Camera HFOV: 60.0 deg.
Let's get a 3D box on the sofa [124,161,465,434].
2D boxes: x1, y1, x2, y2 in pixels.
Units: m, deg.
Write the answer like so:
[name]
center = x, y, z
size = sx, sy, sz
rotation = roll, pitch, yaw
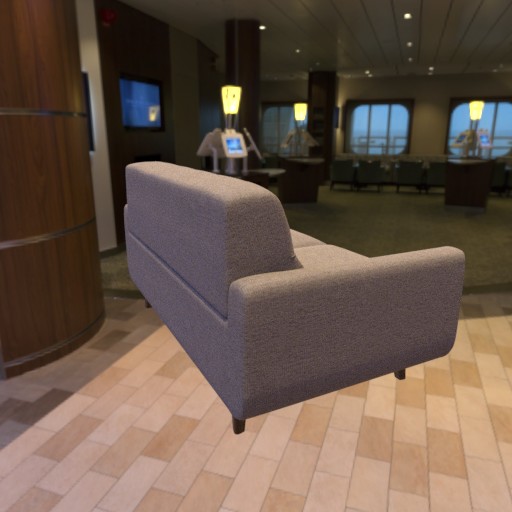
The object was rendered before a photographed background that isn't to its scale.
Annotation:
[sofa]
center = 0.000, 0.000, 2.117
size = 0.909, 0.841, 1.631
rotation = -8, 18, -26
